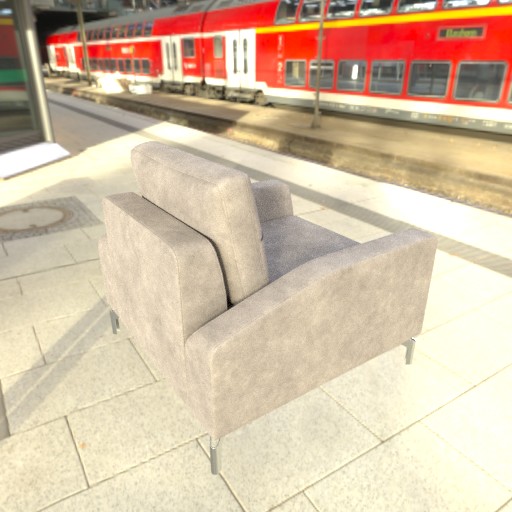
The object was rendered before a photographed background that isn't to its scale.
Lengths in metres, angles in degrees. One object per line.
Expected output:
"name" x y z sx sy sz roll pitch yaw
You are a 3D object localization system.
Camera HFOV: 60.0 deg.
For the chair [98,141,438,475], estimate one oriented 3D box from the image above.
"chair" 0.000 0.000 1.626 0.900 0.800 0.900 -16 29 -31
